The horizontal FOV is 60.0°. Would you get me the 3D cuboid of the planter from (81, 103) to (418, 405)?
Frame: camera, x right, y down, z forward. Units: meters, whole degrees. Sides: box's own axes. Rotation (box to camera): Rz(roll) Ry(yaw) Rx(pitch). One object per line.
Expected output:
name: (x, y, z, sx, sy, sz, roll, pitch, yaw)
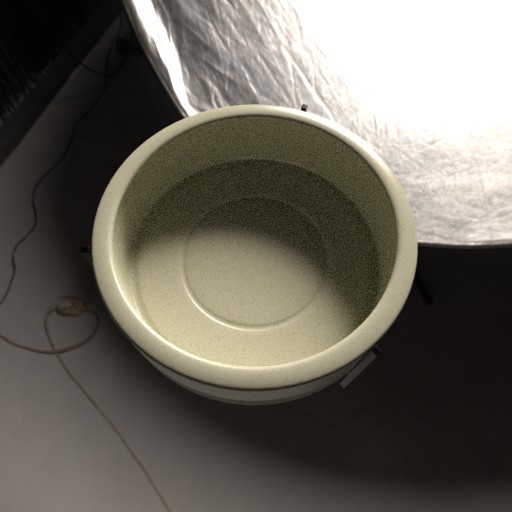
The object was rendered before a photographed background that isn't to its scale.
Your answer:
planter: (0.000, 0.000, 0.536, 0.336, 0.171, 0.345, 18, 65, 9)
